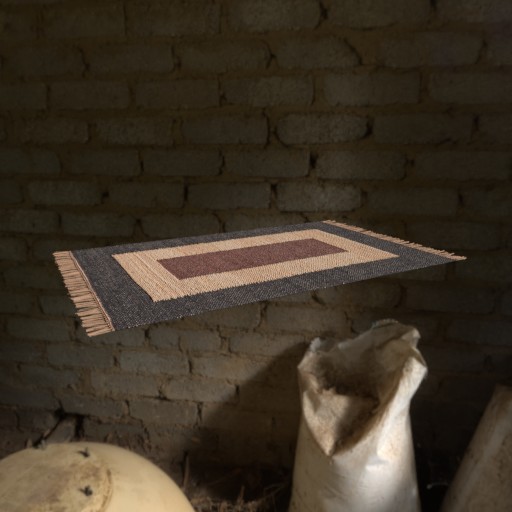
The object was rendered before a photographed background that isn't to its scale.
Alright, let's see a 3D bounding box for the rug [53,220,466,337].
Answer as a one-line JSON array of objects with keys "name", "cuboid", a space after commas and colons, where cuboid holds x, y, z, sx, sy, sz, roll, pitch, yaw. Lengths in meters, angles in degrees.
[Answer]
[{"name": "rug", "cuboid": [0.000, 0.000, 2.505, 2.021, 0.027, 1.224, -9, 18, -28]}]
